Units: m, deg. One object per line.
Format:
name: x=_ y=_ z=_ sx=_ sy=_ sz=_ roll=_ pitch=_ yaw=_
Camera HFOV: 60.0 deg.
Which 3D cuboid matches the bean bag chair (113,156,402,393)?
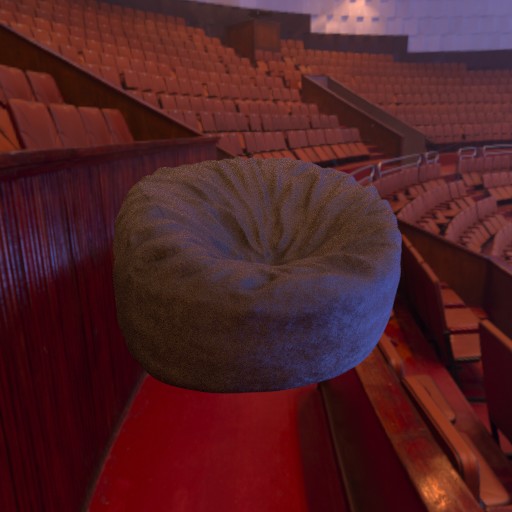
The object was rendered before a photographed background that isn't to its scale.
bean bag chair: x=0.000 y=0.000 z=1.996 sx=1.245 sy=0.821 sz=1.245 roll=0 pitch=16 yaw=0
